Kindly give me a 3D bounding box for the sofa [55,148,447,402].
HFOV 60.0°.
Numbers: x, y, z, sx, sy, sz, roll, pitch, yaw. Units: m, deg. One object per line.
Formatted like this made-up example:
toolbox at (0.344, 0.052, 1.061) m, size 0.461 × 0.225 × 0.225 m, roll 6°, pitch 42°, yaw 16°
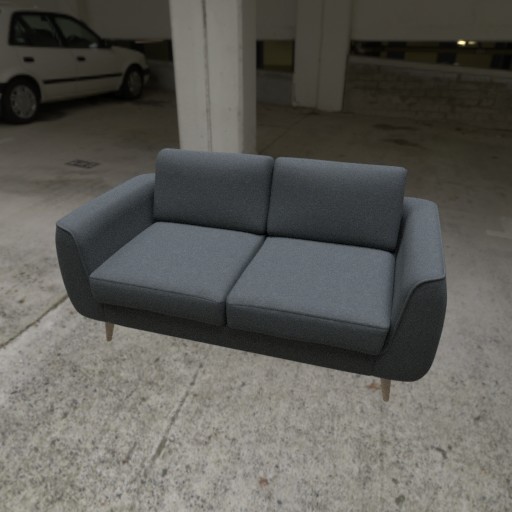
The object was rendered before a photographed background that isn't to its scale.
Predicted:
sofa at (0.000, 0.000, 2.206) m, size 1.700 × 0.850 × 0.920 m, roll 8°, pitch 28°, yaw 15°
